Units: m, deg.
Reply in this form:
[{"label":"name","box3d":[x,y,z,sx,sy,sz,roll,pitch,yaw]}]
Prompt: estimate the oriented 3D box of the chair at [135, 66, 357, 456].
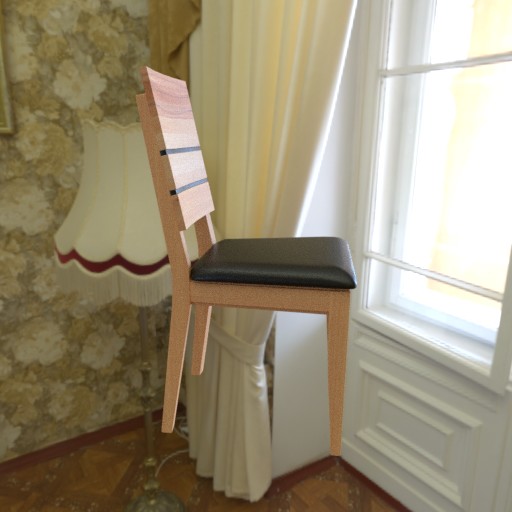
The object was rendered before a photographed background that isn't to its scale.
[{"label":"chair","box3d":[0.000,0.000,1.222,0.520,0.940,0.410,2,15,8]}]
